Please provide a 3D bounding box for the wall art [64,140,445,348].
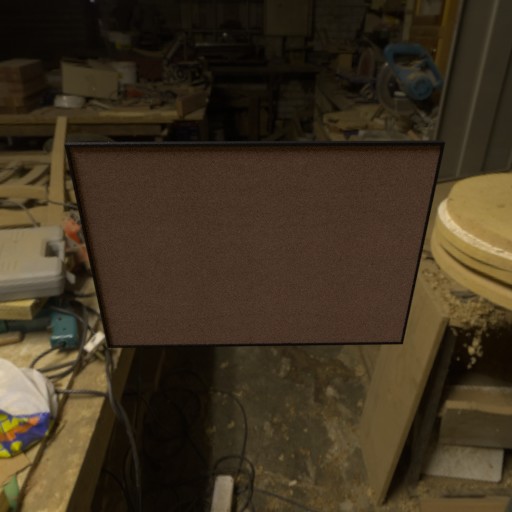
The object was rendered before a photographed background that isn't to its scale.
[{"bbox_3d":[0.000,0.000,1.283,0.957,0.660,0.019,-1,29,-1],"label":"wall art"}]
